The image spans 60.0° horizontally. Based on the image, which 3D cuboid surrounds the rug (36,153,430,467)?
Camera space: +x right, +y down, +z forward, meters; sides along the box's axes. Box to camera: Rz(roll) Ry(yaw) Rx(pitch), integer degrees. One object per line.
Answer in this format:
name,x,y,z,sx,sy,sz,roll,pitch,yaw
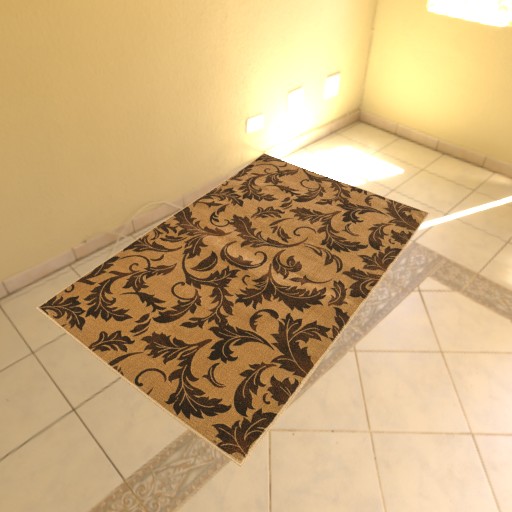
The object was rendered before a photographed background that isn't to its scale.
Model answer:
rug,0.000,0.000,2.913,1.522,0.008,2.284,26,48,26
